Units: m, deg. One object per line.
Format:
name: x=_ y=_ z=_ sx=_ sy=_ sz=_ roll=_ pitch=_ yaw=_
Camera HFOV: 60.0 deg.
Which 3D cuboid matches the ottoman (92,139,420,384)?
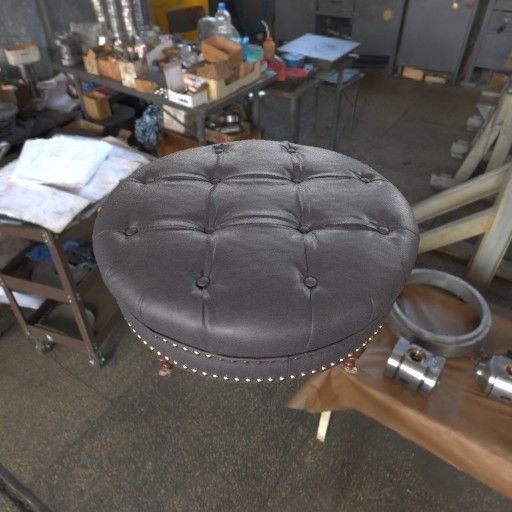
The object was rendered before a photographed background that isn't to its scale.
ottoman: x=0.000 y=0.000 z=1.363 sx=0.901 sy=0.439 sz=0.901 roll=0 pitch=41 yaw=0
